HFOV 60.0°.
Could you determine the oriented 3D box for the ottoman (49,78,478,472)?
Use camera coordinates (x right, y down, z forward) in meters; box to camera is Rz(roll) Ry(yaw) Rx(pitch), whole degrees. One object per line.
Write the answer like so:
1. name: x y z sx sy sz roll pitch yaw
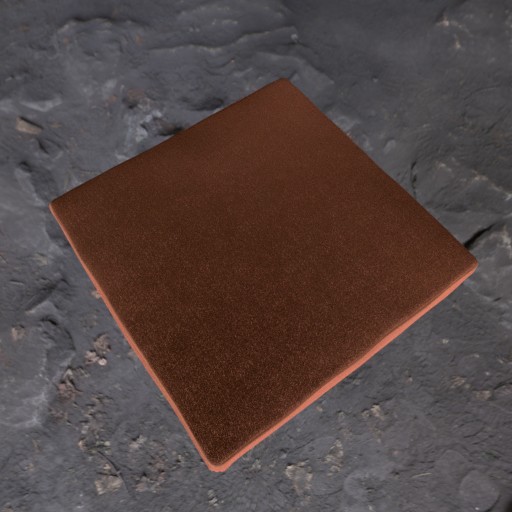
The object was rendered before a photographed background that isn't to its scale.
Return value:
1. ottoman: 0.000 0.000 1.542 0.999 0.438 0.997 -33 68 -15
